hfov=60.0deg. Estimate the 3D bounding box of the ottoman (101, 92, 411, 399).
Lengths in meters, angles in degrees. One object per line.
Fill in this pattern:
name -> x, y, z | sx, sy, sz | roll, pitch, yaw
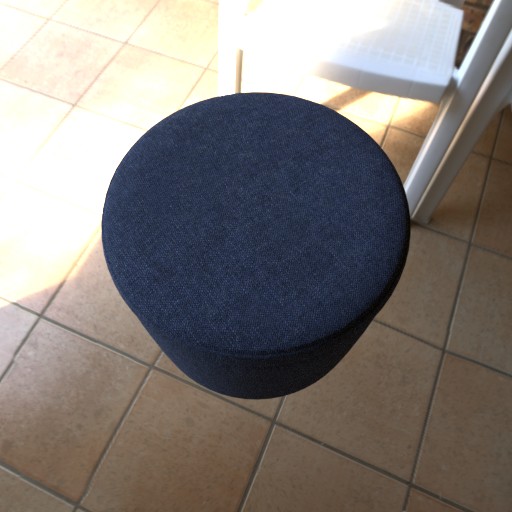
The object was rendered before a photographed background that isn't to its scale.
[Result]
ottoman -> 0.000, 0.000, 0.910 | 0.520, 0.430, 0.520 | 0, 64, 0
